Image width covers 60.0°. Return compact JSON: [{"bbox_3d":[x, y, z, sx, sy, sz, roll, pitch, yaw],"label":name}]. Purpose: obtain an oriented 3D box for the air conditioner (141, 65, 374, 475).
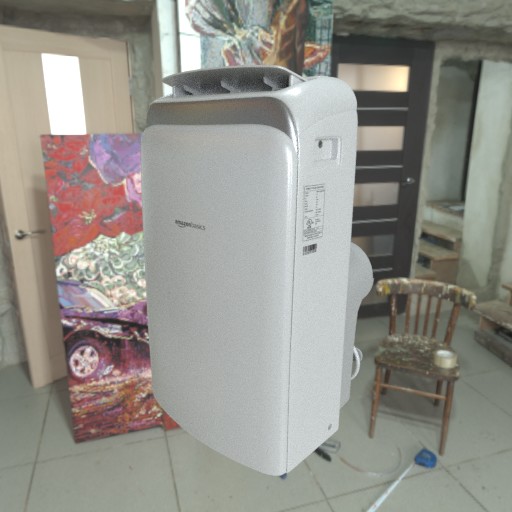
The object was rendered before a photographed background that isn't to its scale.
[{"bbox_3d":[0.000,0.000,1.033,0.449,0.786,0.414,15,22,41],"label":"air conditioner"}]
